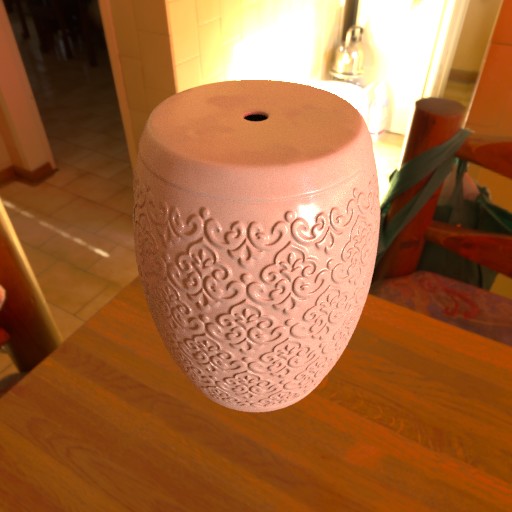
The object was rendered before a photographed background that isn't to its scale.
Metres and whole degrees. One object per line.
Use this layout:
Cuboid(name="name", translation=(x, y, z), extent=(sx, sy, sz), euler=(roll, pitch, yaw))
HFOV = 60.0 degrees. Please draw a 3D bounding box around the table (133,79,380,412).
Cuboid(name="table", translation=(0.000, 0.000, 0.600), extent=(0.309, 0.397, 0.309), euler=(0, 40, 0))
